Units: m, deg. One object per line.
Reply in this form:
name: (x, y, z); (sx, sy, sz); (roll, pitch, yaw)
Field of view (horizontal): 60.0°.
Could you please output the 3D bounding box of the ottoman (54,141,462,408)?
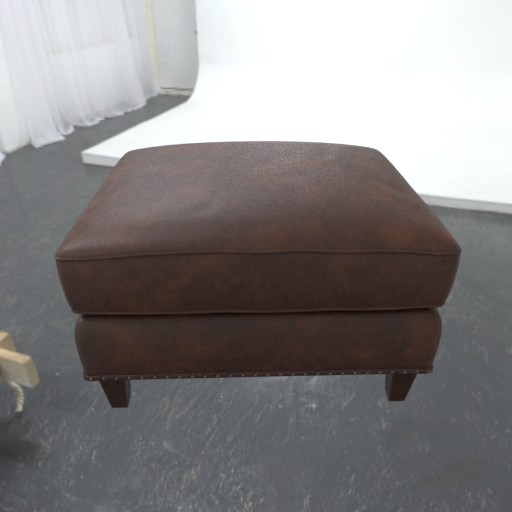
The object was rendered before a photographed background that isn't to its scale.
ottoman: (0.000, 0.000, 1.109); (0.742, 0.486, 0.586); (-1, 31, -1)
